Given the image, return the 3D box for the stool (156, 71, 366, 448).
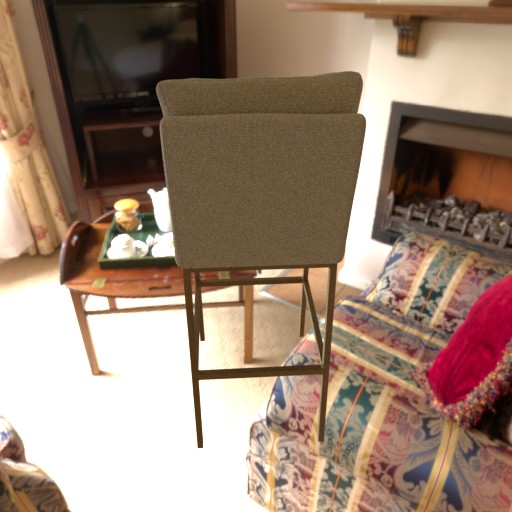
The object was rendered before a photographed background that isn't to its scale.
[{"bbox_3d":[0.000,0.000,1.392,0.463,1.132,0.569,-2,31,-3],"label":"stool"}]
